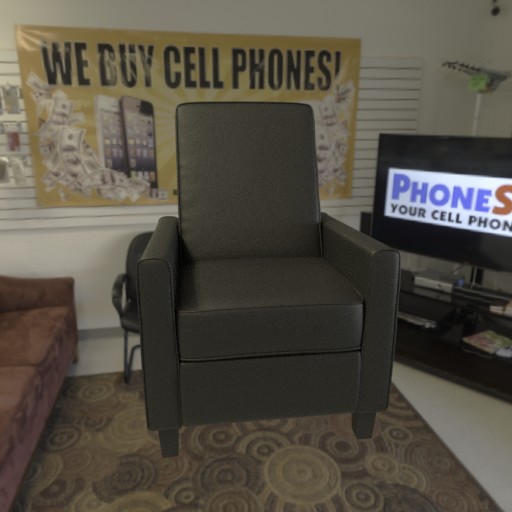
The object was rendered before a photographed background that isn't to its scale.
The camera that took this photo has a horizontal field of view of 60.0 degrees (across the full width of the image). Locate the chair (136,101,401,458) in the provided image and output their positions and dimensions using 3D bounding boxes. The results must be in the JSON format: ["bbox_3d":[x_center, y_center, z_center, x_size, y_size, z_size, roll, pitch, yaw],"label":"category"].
[{"bbox_3d":[0.000,0.000,1.497,0.705,1.013,0.746,-2,17,-7],"label":"chair"}]
